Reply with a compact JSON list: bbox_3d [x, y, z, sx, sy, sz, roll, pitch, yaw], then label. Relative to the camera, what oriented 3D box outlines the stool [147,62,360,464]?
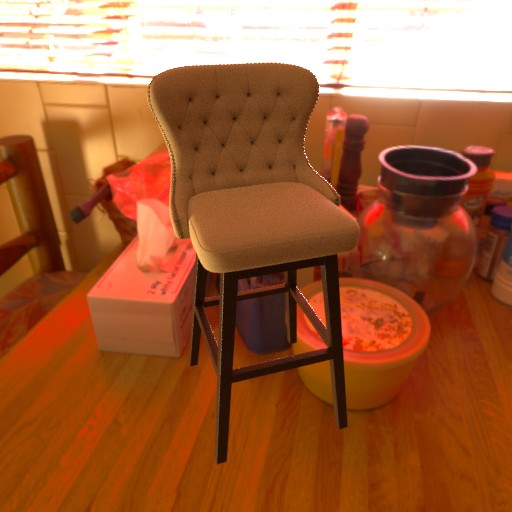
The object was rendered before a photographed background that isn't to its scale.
[{"bbox_3d":[0.000,0.000,1.402,0.528,1.066,0.605,-9,31,-15],"label":"stool"}]
